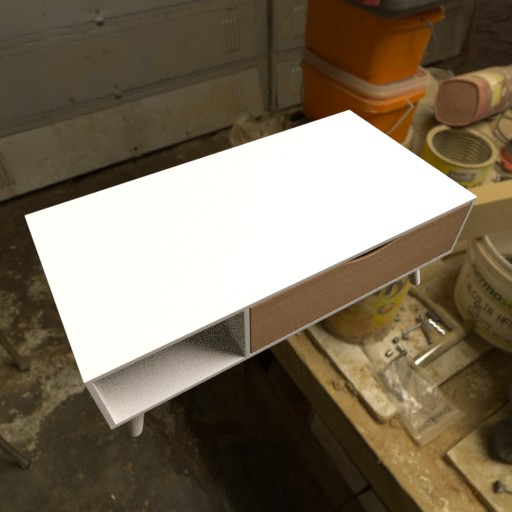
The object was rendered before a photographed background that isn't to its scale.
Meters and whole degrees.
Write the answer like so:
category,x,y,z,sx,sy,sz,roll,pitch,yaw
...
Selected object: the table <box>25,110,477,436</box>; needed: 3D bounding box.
category,x,y,z,sx,sy,sz,roll,pitch,yaw
table,0.000,0.000,1.466,1.194,0.432,0.609,-23,51,-21
